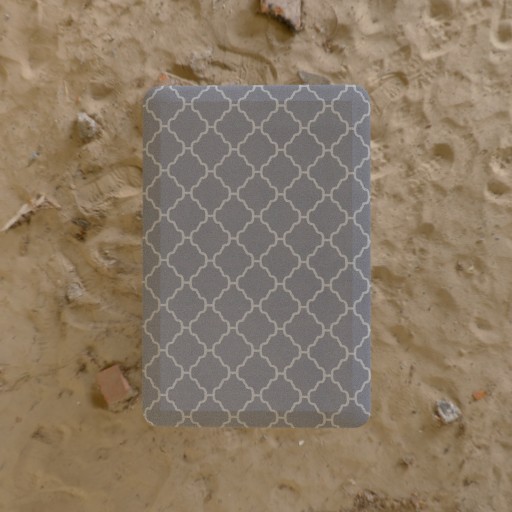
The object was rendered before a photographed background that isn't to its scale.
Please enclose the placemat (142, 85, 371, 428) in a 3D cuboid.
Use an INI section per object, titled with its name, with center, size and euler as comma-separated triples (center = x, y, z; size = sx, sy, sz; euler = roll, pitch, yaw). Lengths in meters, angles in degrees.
[placemat]
center = 0.000, 0.000, 0.980
size = 0.508, 0.021, 0.762
euler = 0, 90, 1
